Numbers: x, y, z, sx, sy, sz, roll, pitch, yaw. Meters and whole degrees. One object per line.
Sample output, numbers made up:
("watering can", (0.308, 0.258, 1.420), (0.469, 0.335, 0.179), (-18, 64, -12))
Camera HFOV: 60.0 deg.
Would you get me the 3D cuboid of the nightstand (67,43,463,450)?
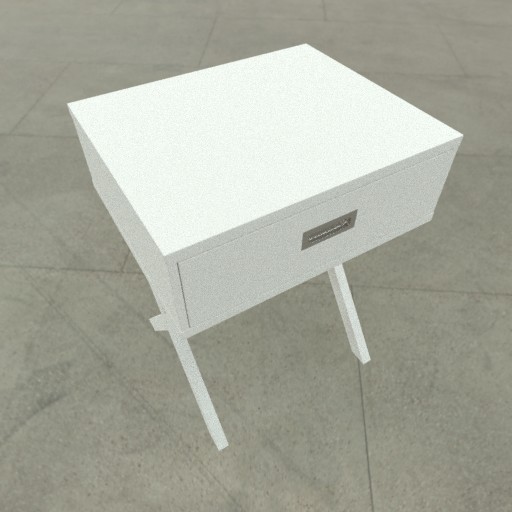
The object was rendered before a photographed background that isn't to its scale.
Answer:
("nightstand", (0.000, 0.000, 0.916), (0.479, 0.623, 0.402), (-24, 51, -21))
